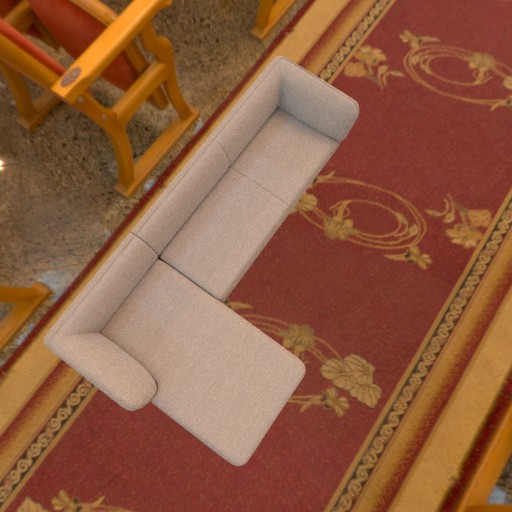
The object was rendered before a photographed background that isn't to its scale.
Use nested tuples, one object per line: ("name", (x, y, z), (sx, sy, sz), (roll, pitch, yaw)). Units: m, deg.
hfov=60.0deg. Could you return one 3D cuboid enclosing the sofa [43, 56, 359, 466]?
("sofa", (0.000, 0.000, 3.269), (1.532, 0.693, 2.653), (35, 78, 8))
